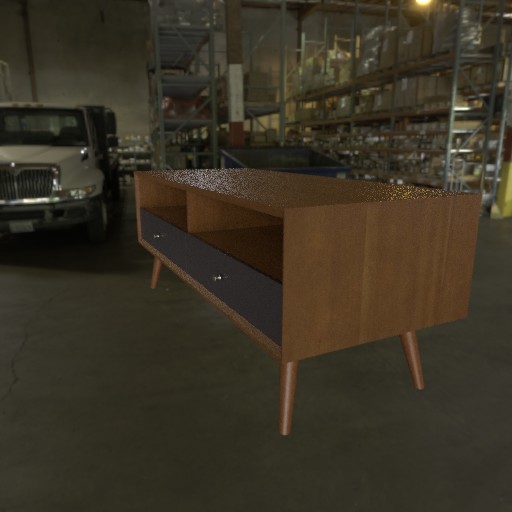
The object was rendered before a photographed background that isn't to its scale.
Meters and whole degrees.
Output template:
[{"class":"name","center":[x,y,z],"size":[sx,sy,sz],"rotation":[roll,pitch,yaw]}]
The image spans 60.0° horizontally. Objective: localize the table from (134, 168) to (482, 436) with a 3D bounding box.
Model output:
[{"class":"table","center":[0.000,0.000,1.358],"size":[0.490,0.464,1.119],"rotation":[-7,16,-26]}]
